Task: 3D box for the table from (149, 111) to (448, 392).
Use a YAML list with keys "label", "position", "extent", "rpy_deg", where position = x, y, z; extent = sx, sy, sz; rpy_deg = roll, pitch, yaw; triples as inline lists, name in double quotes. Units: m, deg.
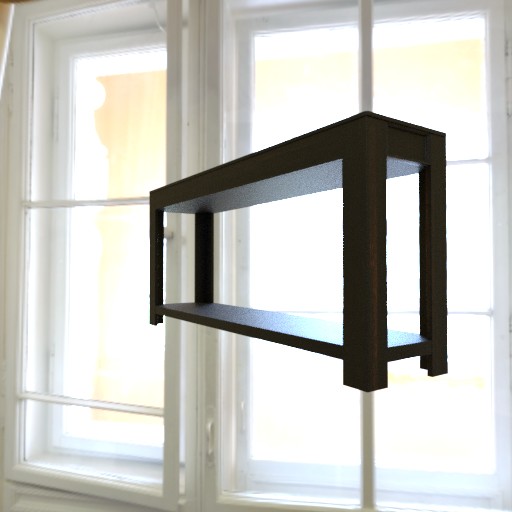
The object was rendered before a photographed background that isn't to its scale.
- label: "table"
  position: [0.000, 0.000, 1.975]
  extent: [0.384, 0.762, 1.631]
  rpy_deg: [1, -1, -34]
